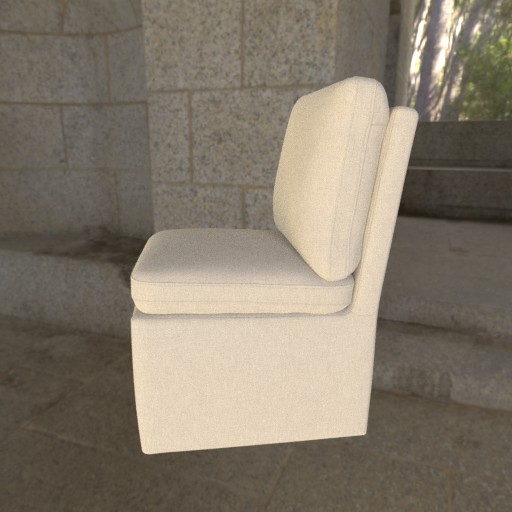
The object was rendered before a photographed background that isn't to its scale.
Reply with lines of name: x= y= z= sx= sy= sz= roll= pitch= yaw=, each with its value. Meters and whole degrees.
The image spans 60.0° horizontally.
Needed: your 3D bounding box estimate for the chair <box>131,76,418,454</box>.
chair: x=0.000 y=0.000 z=1.288 sx=0.698 sy=0.927 sz=0.503 roll=-2 pitch=15 yaw=-7
